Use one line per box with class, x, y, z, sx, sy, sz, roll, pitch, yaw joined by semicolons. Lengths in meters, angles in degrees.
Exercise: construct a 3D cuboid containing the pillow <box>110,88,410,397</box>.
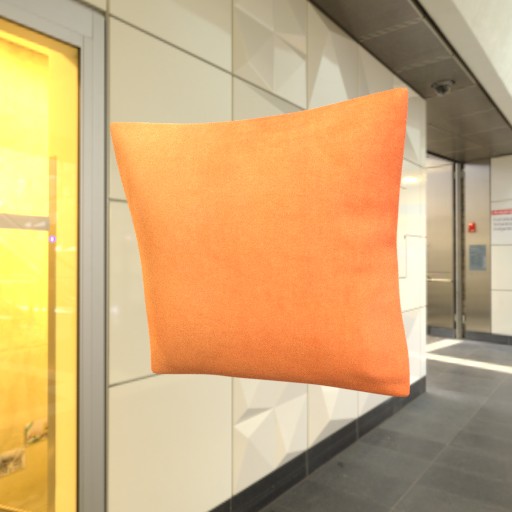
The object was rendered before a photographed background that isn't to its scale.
pillow;0.000;0.000;0.648;0.424;0.401;0.177;0;-1;19
